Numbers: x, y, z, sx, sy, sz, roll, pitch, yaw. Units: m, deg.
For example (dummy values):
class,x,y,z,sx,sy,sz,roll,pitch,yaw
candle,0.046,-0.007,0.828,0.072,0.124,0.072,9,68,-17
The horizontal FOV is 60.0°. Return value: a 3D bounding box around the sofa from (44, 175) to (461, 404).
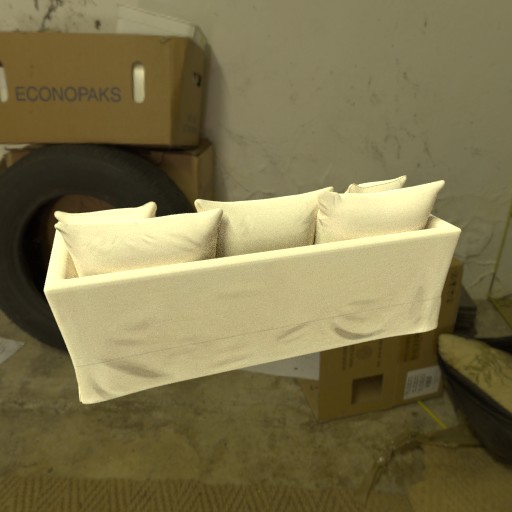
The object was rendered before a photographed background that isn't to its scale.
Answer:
class,x,y,z,sx,sy,sz,roll,pitch,yaw
sofa,0.000,0.000,2.999,2.484,1.042,1.030,-8,26,-16
